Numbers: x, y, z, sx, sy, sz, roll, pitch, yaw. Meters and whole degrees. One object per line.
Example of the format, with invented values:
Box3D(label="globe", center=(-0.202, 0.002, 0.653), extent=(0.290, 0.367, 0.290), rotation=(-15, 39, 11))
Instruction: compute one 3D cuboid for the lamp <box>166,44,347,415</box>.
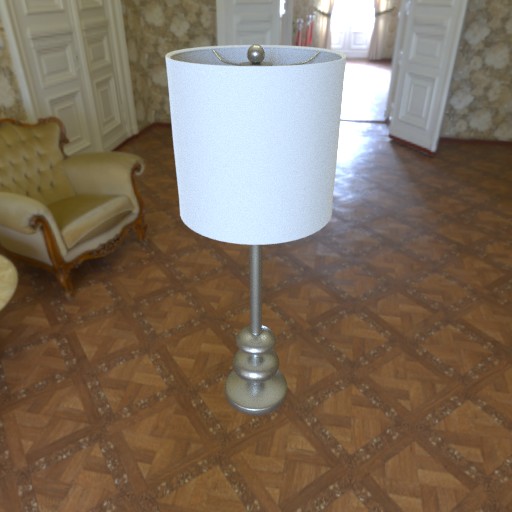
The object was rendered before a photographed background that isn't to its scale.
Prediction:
Box3D(label="lamp", center=(0.000, 0.000, 0.798), extent=(0.254, 0.690, 0.254), rotation=(-20, 36, -30))
